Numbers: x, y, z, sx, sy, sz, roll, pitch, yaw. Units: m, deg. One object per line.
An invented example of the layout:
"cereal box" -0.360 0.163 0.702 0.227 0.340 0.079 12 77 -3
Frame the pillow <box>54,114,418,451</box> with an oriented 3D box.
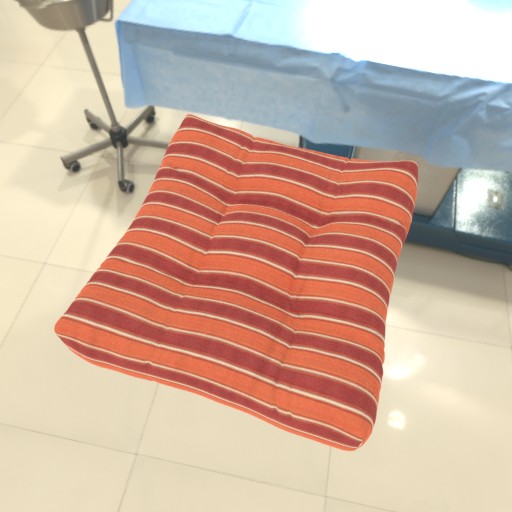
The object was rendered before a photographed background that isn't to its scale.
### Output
"pillow" 0.000 0.000 0.732 0.468 0.133 0.490 16 59 10
